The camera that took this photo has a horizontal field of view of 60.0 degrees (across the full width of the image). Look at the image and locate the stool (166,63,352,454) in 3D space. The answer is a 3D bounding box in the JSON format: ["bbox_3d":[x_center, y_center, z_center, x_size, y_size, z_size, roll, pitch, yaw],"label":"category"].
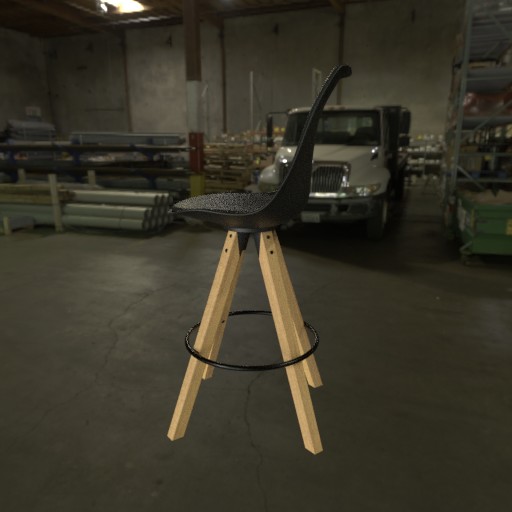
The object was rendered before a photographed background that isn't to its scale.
[{"bbox_3d":[0.000,0.000,1.433,0.550,1.115,0.485,2,14,8],"label":"stool"}]
